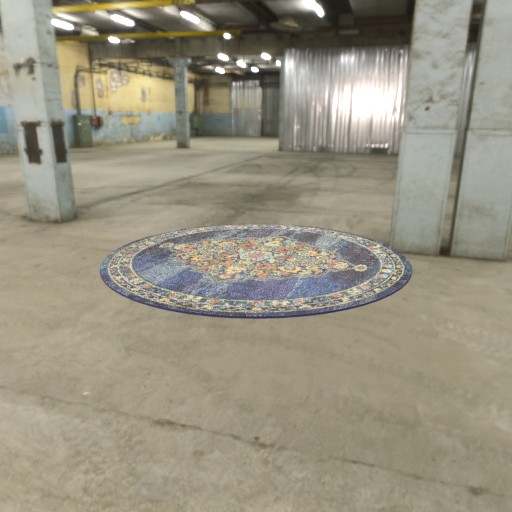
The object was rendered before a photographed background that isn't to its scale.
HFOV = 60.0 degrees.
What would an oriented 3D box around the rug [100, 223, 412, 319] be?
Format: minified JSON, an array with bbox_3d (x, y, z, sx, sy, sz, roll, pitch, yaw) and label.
[{"bbox_3d":[0.000,0.000,3.569,2.386,0.014,2.386,0,16,0],"label":"rug"}]
